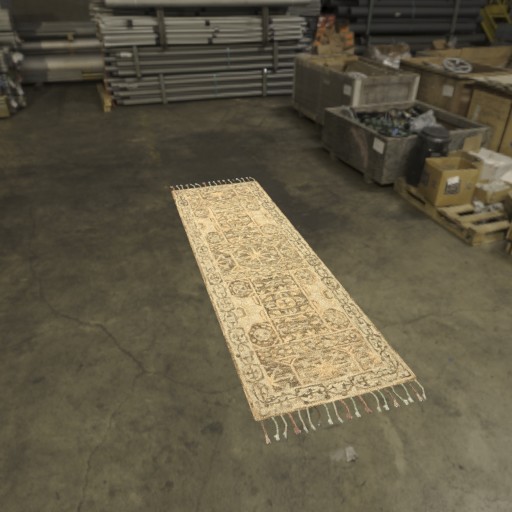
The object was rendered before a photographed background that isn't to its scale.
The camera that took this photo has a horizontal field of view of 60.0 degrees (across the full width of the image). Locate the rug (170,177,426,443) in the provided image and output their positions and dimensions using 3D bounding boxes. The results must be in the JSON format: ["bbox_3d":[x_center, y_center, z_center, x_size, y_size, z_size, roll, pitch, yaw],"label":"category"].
[{"bbox_3d":[0.000,0.000,2.885,0.762,0.011,2.664,-9,33,-15],"label":"rug"}]
